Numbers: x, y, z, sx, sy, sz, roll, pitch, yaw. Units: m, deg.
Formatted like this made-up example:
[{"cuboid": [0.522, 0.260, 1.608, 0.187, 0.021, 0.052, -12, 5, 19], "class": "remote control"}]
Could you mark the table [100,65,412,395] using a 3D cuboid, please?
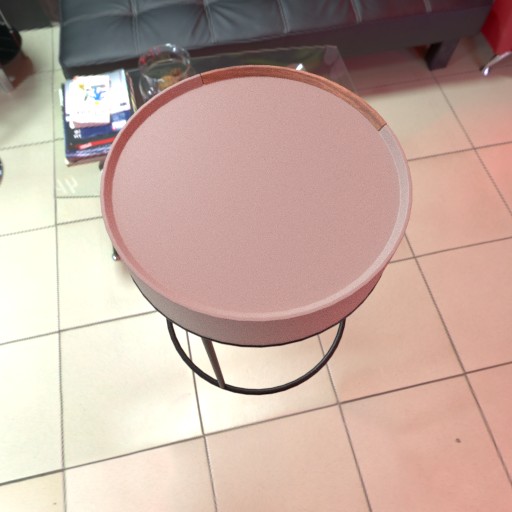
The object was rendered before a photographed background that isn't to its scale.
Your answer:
[{"cuboid": [0.000, 0.000, 0.877, 0.450, 0.530, 0.450, 0, 63, 0], "class": "table"}]
